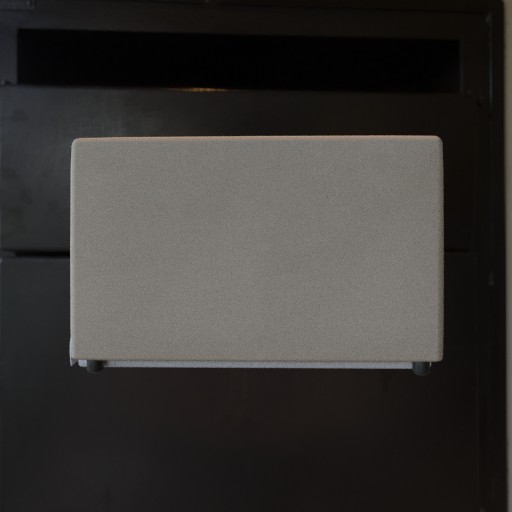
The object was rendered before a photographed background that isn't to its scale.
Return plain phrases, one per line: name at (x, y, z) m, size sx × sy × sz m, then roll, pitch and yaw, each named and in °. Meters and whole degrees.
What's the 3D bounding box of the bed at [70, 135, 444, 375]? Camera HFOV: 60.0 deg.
bed at (0.000, 0.000, 3.548) m, size 2.119 × 1.317 × 2.319 m, roll 0°, pitch 0°, yaw 1°
